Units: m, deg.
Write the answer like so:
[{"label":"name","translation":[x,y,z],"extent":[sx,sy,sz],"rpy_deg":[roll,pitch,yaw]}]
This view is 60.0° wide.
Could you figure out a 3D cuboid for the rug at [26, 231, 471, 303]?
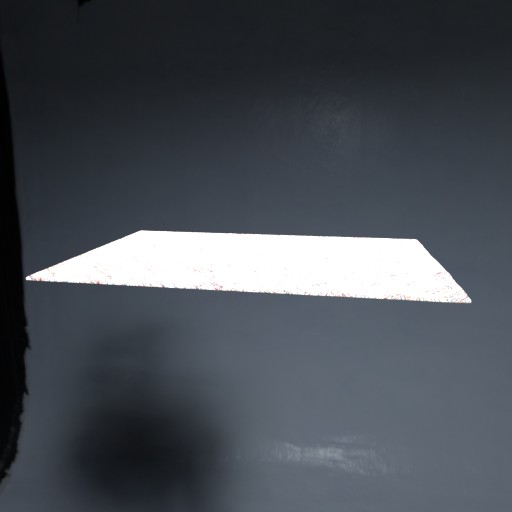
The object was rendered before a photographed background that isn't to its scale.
[{"label":"rug","translation":[0.000,0.000,2.250],"extent":[1.761,0.014,1.143],"rpy_deg":[2,13,10]}]
